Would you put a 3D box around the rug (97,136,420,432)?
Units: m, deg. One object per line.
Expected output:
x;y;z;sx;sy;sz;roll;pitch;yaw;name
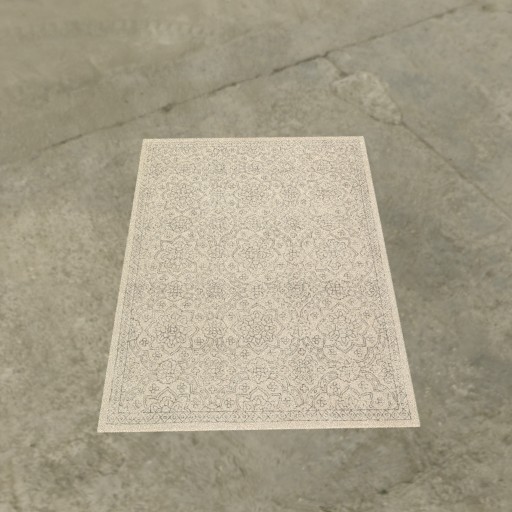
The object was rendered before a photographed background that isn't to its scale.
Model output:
0.000;0.000;4.126;2.441;0.015;3.050;-1;59;0;rug
